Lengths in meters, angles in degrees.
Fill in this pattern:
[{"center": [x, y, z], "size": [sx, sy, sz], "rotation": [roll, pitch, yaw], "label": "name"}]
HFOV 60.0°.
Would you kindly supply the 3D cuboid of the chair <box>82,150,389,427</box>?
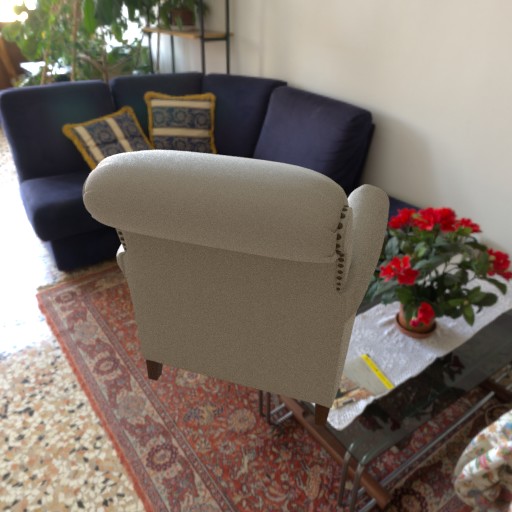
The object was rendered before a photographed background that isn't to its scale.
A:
[{"center": [0.000, 0.000, 1.591], "size": [0.854, 0.927, 0.890], "rotation": [10, 33, 16], "label": "chair"}]
